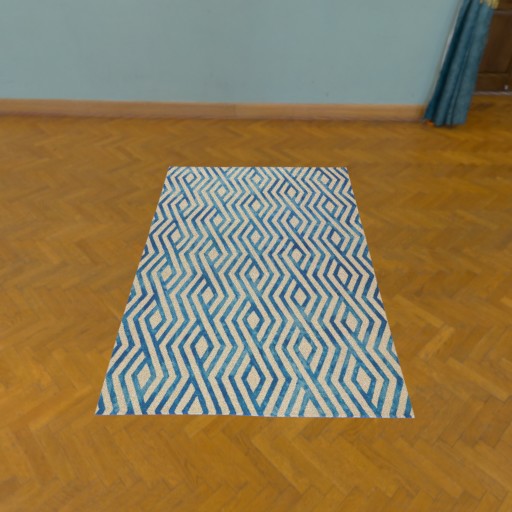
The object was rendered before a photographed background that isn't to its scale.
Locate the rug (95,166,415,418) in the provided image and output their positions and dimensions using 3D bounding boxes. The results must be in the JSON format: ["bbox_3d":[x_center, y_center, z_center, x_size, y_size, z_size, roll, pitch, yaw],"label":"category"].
[{"bbox_3d":[0.000,0.000,2.370,1.225,0.008,1.830,0,42,0],"label":"rug"}]
